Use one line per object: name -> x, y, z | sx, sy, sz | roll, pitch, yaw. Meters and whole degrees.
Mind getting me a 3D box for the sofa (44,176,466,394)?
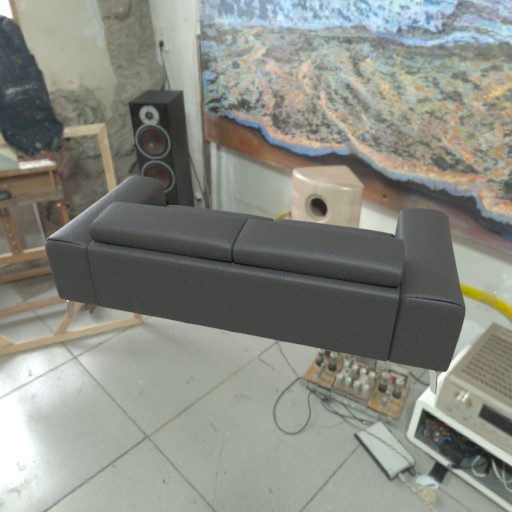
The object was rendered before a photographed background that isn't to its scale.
sofa -> 0.000, 0.000, 2.823 | 2.321, 0.759, 1.023 | 9, 34, 13
